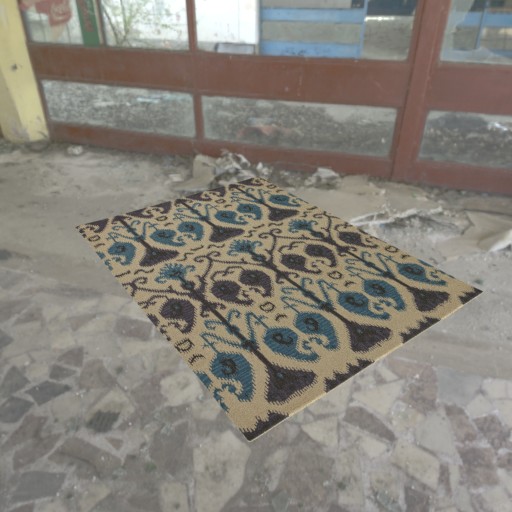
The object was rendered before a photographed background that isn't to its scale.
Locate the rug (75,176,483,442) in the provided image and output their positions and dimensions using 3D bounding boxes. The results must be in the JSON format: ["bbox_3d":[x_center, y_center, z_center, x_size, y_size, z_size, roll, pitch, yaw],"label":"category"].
[{"bbox_3d":[0.000,0.000,4.249,2.443,0.024,3.228,-21,38,-30],"label":"rug"}]
